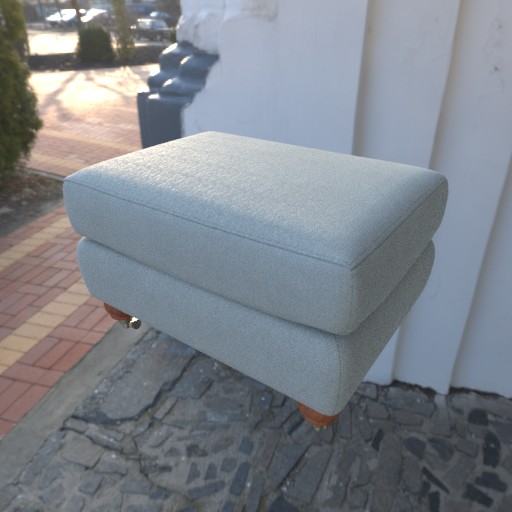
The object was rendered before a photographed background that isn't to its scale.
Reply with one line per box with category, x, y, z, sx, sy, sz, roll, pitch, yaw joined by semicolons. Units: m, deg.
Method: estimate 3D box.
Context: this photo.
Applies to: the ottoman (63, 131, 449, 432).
ottoman;0.000;0.000;1.137;0.773;0.499;0.569;19;34;30
